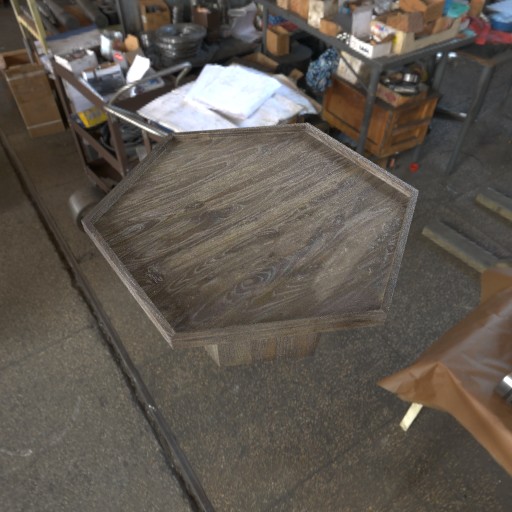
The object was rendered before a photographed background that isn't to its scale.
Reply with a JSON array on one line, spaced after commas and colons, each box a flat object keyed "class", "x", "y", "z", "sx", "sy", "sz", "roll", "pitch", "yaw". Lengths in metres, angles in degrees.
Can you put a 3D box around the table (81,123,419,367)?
[{"class": "table", "x": 0.000, "y": 0.000, "z": 1.628, "sx": 0.966, "sy": 0.488, "sz": 1.115, "roll": 17, "pitch": 49, "yaw": 15}]
